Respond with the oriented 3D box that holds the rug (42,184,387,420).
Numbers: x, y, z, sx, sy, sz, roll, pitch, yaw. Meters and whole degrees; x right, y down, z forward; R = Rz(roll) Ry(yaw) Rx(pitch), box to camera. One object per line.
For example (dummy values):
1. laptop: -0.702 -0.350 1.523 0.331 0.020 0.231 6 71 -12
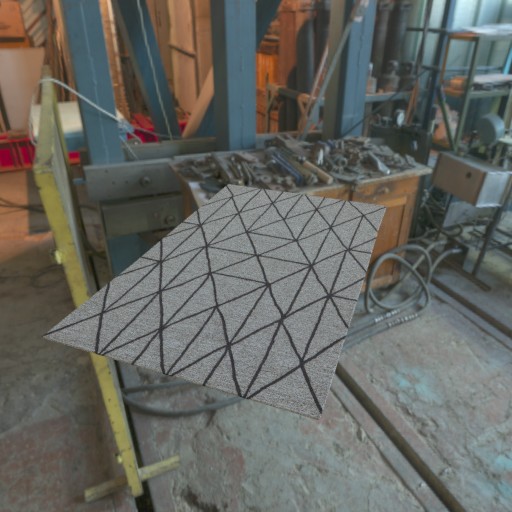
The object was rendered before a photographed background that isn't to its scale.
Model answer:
1. rug: 0.000 0.000 3.143 1.526 0.008 2.465 11 32 18
